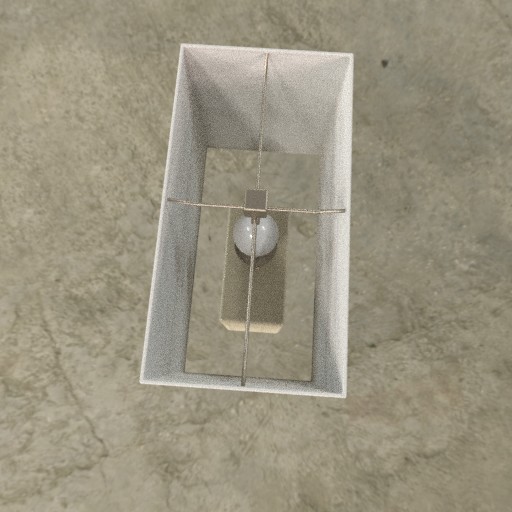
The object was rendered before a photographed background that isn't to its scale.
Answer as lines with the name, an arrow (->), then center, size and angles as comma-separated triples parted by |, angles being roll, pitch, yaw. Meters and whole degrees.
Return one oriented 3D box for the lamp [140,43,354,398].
lamp -> 0.000, 0.000, 0.706 | 0.200, 0.515, 0.380 | 4, 77, 1
